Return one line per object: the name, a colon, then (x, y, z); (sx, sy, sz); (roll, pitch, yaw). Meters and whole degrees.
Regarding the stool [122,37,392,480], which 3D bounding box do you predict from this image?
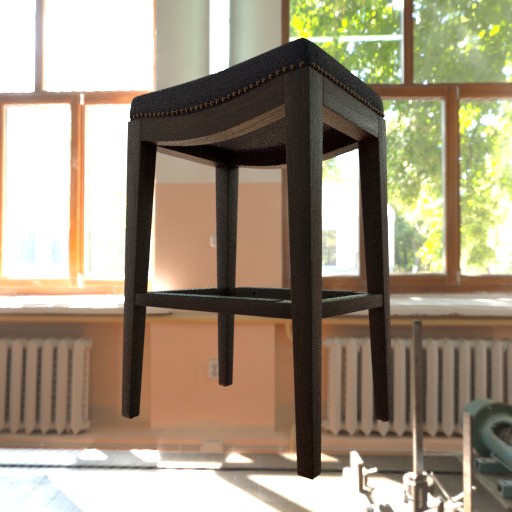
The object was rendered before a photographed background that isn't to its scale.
stool: (0.000, 0.000, 1.007); (0.498, 0.740, 0.358); (-1, -1, 37)
